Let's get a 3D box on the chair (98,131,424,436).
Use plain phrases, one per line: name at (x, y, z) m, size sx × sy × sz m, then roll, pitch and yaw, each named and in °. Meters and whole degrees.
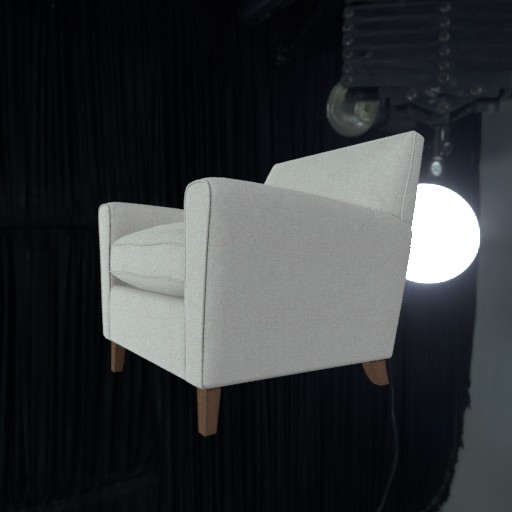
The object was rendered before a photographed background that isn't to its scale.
chair at (0.000, 0.000, 1.575) m, size 0.871 × 0.846 × 0.840 m, roll -1°, pitch 1°, yaw -36°
